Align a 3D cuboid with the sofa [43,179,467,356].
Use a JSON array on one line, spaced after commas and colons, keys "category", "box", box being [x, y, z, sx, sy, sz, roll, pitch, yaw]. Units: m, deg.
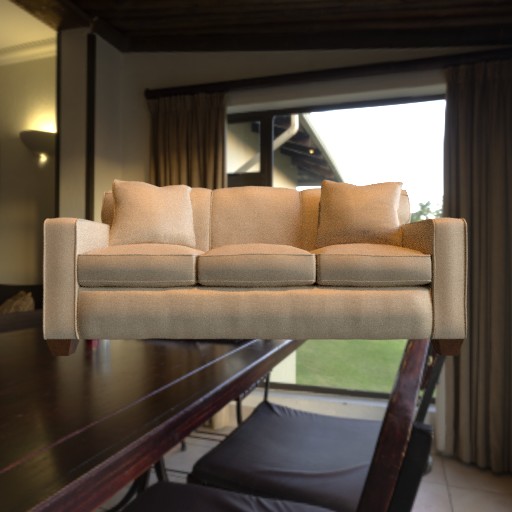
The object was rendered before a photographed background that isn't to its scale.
[{"category": "sofa", "box": [0.000, 0.000, 2.538, 2.024, 0.958, 0.997, 0, 0, 0]}]
